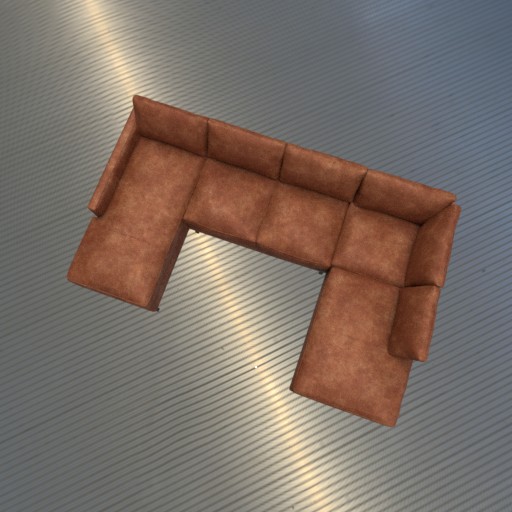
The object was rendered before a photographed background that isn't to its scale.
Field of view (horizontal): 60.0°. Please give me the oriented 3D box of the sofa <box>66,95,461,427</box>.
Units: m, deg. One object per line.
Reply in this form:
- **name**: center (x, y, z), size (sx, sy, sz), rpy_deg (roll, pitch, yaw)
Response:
- **sofa**: center (0.000, 0.000, 3.815), size (2.956, 0.900, 1.939), rpy_deg (19, 77, 5)
